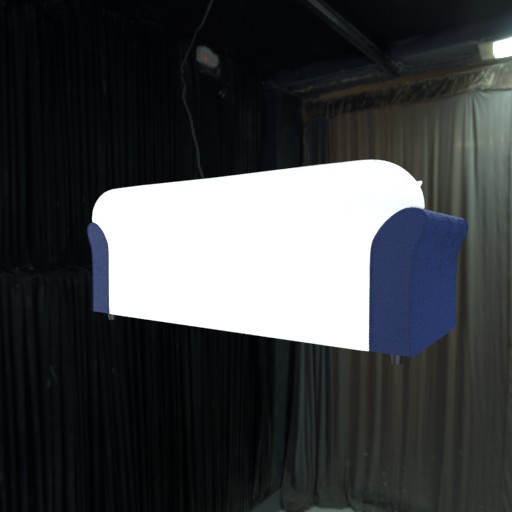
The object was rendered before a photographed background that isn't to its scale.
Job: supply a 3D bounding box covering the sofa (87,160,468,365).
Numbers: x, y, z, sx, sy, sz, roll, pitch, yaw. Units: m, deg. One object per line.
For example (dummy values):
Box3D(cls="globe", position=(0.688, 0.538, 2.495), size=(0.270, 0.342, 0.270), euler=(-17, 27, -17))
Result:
Box3D(cls="sofa", position=(0.000, 0.000, 2.435), size=(2.006, 0.789, 0.749), euler=(1, 2, 36))
